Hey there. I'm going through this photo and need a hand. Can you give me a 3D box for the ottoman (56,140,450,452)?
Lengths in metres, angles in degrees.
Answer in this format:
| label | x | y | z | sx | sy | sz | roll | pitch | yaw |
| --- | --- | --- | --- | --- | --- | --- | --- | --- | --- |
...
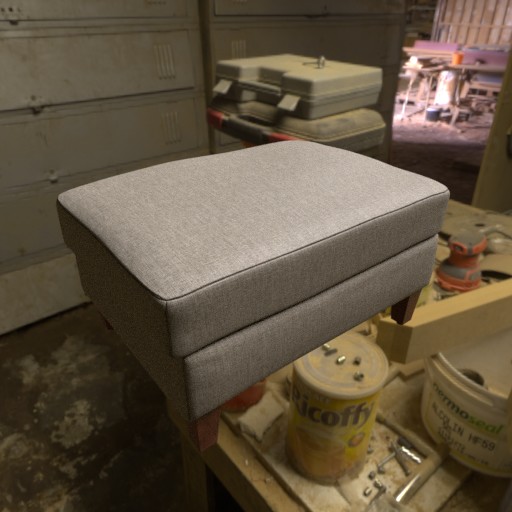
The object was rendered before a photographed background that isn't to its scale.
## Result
| label | x | y | z | sx | sy | sz | roll | pitch | yaw |
| --- | --- | --- | --- | --- | --- | --- | --- | --- | --- |
| ottoman | 0.000 | 0.000 | 1.244 | 0.873 | 0.494 | 0.639 | -21 | 36 | -32 |
